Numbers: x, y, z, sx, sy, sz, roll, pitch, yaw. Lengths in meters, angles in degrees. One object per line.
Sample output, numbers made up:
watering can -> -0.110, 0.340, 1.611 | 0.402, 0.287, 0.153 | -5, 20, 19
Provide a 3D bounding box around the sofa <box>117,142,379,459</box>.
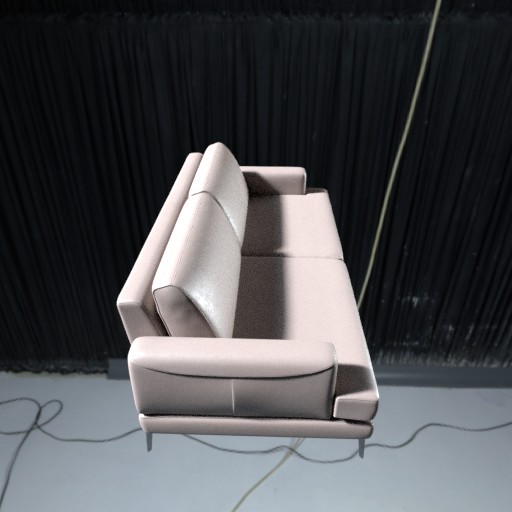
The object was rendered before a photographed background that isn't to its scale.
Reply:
sofa -> 0.000, 0.000, 2.417 | 0.974, 0.765, 1.940 | 1, 32, 2
